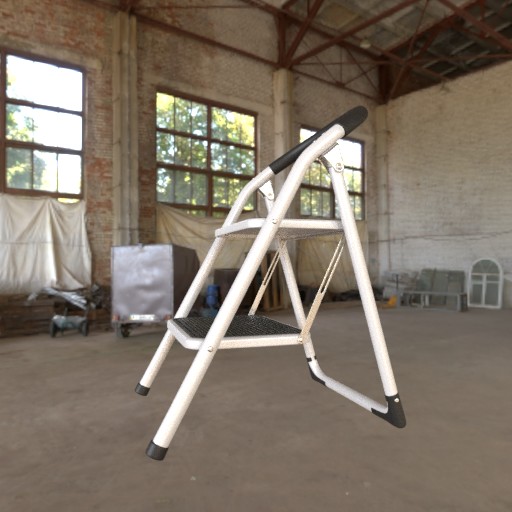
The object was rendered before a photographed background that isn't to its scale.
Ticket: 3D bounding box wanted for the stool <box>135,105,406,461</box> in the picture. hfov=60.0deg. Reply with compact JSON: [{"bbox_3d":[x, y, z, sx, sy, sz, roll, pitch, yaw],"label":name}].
[{"bbox_3d":[0.000,0.000,1.100,0.559,0.760,0.453,0,-1,-18],"label":"stool"}]
